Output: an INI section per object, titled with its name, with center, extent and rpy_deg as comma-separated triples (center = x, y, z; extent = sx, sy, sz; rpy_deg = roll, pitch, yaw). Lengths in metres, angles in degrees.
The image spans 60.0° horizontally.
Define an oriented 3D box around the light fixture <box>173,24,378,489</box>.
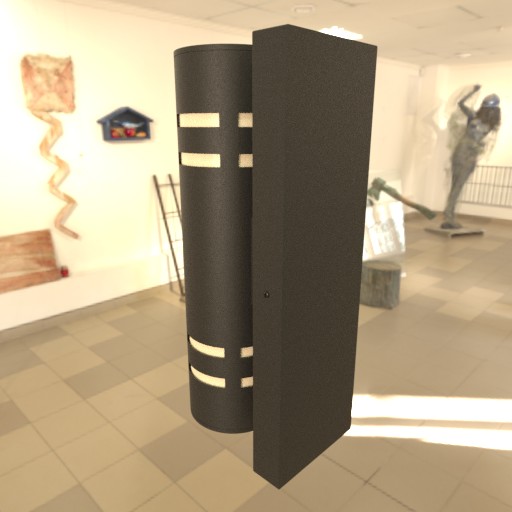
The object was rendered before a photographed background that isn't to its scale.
[light fixture]
center = 0.000, 0.000, 0.386
extent = 0.149, 0.330, 0.105
rpy_deg = 15, 22, 42
